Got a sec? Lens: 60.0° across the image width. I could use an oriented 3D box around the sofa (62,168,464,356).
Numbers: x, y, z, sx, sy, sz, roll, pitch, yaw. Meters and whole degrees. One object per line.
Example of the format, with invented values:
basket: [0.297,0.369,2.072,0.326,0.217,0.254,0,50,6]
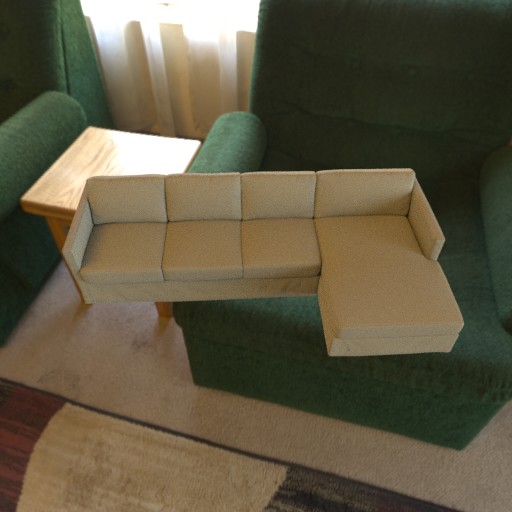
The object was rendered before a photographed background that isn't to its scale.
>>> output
sofa: [0.000,0.000,3.896,3.177,0.867,1.622,-2,47,-2]
